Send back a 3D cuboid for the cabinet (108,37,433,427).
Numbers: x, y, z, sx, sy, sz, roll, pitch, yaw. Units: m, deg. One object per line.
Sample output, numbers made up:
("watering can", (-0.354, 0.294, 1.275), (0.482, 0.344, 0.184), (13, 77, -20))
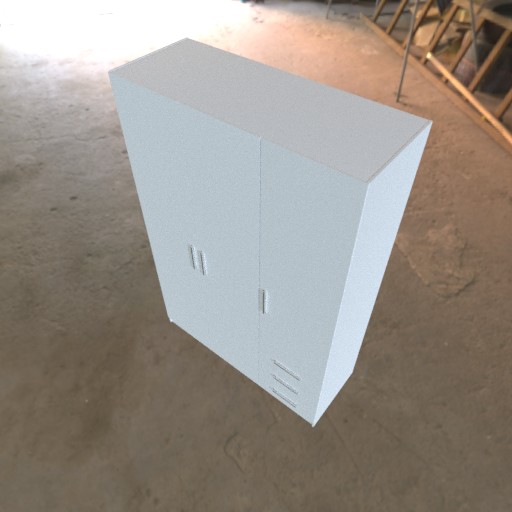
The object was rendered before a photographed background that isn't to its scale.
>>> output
("cabinet", (0.000, 0.000, 2.496), (1.290, 1.910, 0.510), (30, 54, 25))
